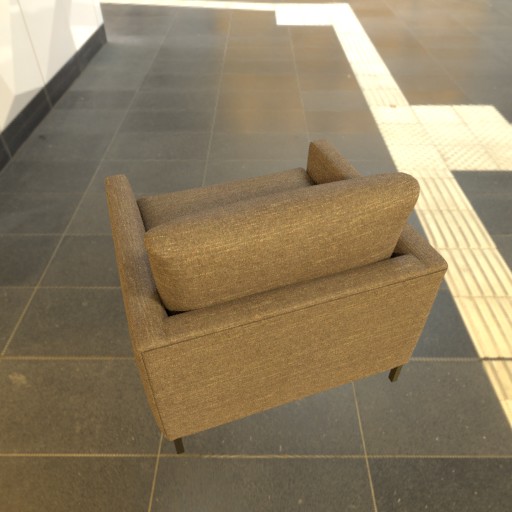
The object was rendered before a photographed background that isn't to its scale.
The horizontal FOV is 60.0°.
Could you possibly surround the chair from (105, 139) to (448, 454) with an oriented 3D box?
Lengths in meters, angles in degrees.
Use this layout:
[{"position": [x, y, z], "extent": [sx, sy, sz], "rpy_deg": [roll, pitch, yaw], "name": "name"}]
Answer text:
[{"position": [0.000, 0.000, 1.594], "extent": [0.940, 0.841, 0.845], "rpy_deg": [-13, 44, -14], "name": "chair"}]
